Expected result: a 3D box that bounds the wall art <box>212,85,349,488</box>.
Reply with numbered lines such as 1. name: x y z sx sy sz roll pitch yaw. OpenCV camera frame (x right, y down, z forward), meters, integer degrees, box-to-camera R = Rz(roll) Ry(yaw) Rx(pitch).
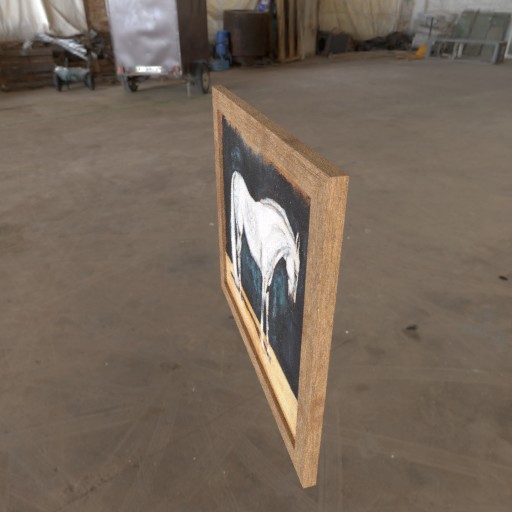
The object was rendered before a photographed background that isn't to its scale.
1. wall art: 0.000 0.000 0.947 0.026 0.588 0.690 -8 31 -14
